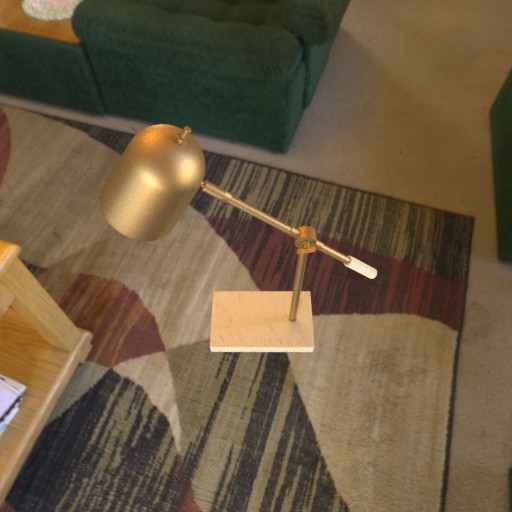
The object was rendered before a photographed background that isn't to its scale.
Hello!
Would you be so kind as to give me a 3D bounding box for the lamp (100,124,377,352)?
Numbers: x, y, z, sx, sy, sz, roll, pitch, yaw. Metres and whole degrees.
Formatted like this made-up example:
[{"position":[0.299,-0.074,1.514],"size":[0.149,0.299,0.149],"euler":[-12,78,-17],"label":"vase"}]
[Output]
[{"position":[0.000,0.000,0.817],"size":[0.471,0.603,0.144],"euler":[0,57,0],"label":"lamp"}]
